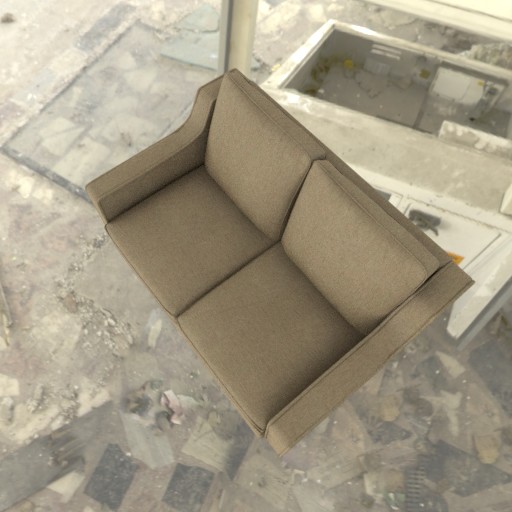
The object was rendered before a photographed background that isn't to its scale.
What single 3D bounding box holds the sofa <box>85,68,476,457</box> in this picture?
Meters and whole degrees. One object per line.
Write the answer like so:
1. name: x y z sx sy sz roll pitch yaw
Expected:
1. sofa: 0.000 0.000 2.125 0.985 0.981 1.503 -36 69 -16
